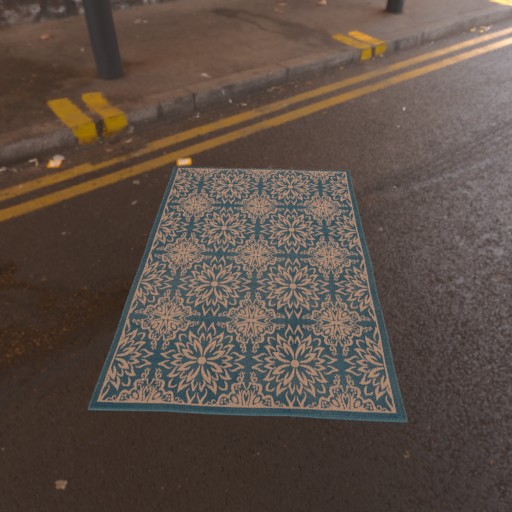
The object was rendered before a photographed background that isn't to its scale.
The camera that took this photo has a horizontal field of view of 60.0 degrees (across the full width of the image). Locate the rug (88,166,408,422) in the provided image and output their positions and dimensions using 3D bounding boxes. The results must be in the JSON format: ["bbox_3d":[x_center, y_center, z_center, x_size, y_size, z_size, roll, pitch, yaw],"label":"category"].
[{"bbox_3d":[0.000,0.000,2.361,1.211,0.012,1.833,2,41,2],"label":"rug"}]
